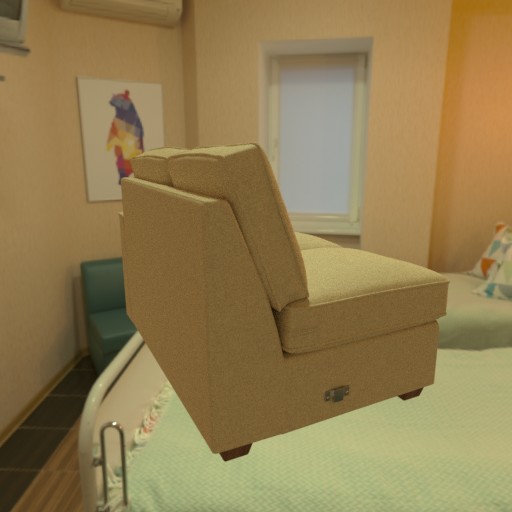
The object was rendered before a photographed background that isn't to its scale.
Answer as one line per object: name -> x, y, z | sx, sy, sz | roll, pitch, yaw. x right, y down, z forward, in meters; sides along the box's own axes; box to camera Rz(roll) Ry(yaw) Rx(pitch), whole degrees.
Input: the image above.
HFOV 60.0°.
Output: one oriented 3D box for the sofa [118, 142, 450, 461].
sofa -> 0.000, 0.000, 2.038 | 0.991, 0.989, 1.388 | -7, 15, -26
